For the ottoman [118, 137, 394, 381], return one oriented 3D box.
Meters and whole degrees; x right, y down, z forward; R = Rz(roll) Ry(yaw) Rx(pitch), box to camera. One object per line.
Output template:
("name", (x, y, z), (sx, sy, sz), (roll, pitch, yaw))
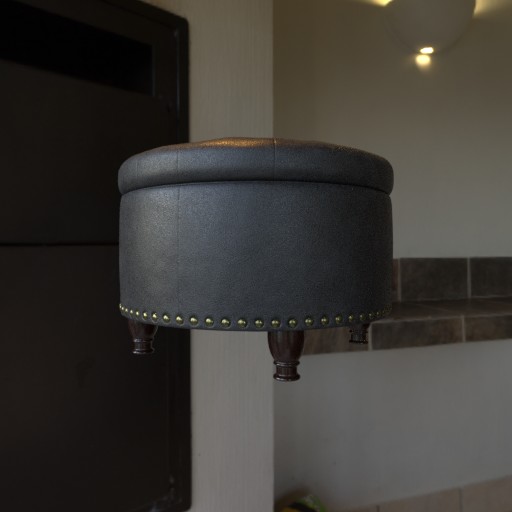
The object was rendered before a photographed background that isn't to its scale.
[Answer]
("ottoman", (0.000, 0.000, 1.074), (0.637, 0.442, 0.637), (0, 1, 0))
